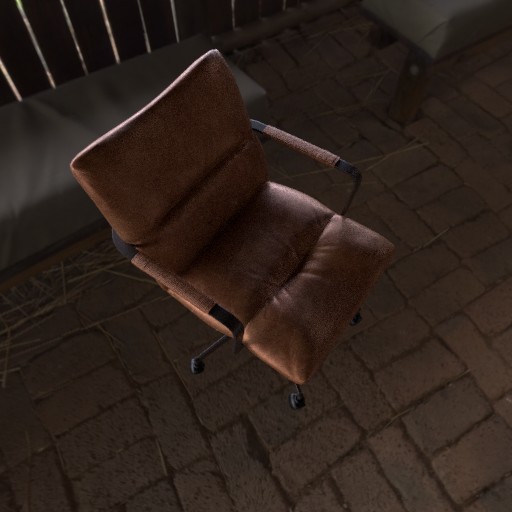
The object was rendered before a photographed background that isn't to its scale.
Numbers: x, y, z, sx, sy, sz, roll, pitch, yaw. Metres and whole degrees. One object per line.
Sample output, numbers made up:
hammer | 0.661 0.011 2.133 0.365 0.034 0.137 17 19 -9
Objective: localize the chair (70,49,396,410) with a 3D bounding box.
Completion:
chair | 0.000 0.000 1.461 0.754 0.922 0.727 32 64 18
